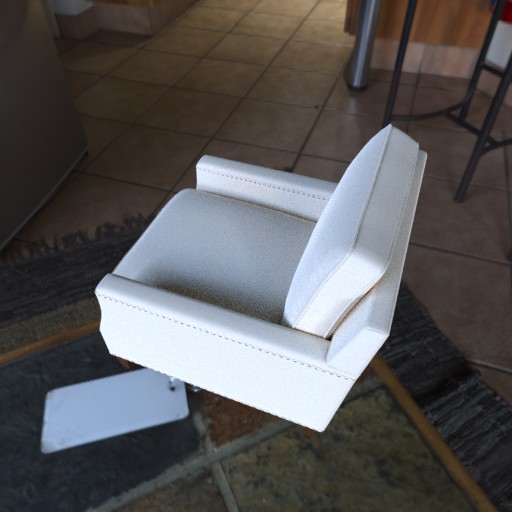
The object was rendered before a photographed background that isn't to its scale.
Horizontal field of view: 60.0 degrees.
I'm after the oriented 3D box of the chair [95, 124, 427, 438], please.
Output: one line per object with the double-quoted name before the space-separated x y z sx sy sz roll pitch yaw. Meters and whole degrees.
"chair" 0.000 0.000 1.703 1.014 0.943 0.853 16 49 14
